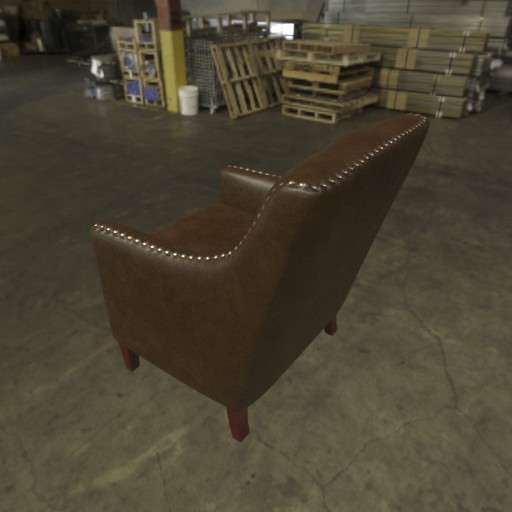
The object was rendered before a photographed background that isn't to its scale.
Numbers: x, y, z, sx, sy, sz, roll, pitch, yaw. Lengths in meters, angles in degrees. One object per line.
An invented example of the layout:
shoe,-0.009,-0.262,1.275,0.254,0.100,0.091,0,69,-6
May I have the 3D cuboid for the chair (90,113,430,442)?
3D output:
chair,0.000,0.000,1.305,0.704,0.813,0.639,20,36,30
